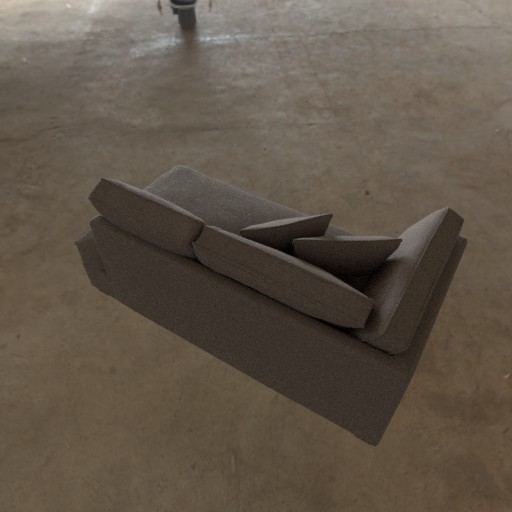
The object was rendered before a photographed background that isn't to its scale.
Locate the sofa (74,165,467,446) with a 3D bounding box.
[{"bbox_3d":[0.000,0.000,2.854,2.237,1.033,1.110,24,51,22],"label":"sofa"}]
